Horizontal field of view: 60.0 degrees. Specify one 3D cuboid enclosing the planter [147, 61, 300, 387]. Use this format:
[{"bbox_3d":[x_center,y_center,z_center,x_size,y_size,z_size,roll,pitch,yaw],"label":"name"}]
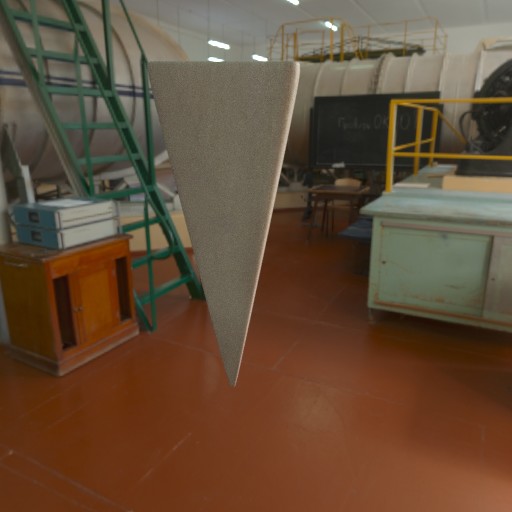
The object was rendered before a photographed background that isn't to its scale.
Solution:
[{"bbox_3d":[0.000,0.000,0.273,0.101,0.224,0.081,-8,18,-27],"label":"planter"}]
